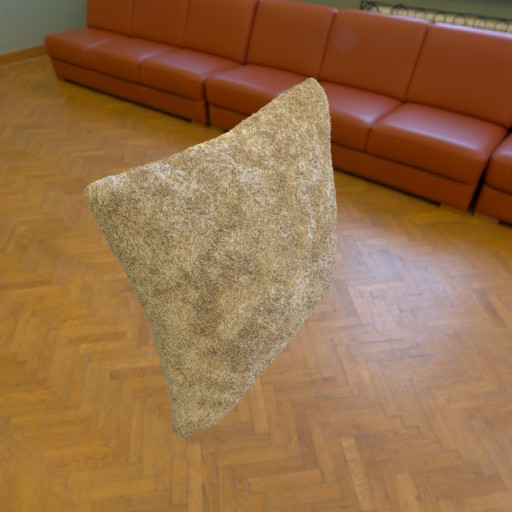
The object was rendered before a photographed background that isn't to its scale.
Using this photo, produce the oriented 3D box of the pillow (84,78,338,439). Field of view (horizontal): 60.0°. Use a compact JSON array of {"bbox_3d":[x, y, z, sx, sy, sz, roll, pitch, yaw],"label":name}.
[{"bbox_3d":[0.000,0.000,0.816,0.218,0.515,0.529,25,46,27],"label":"pillow"}]
